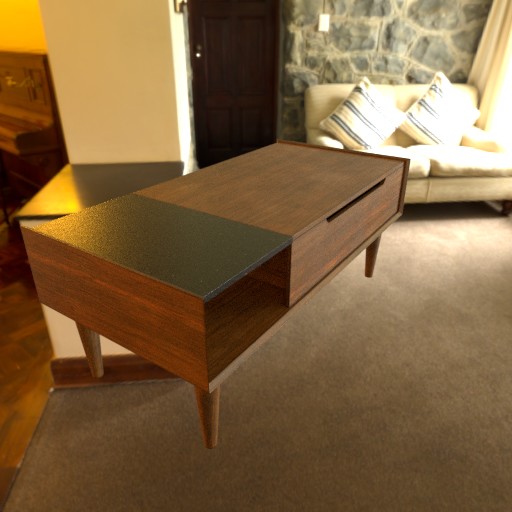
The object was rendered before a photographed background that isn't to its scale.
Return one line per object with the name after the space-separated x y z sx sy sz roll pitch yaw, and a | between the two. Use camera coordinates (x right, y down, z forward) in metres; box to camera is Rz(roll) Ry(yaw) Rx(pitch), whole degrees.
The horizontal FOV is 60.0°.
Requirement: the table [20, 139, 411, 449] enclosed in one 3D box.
0.000 0.000 1.531 0.610 0.508 1.221 17 32 30 | table
